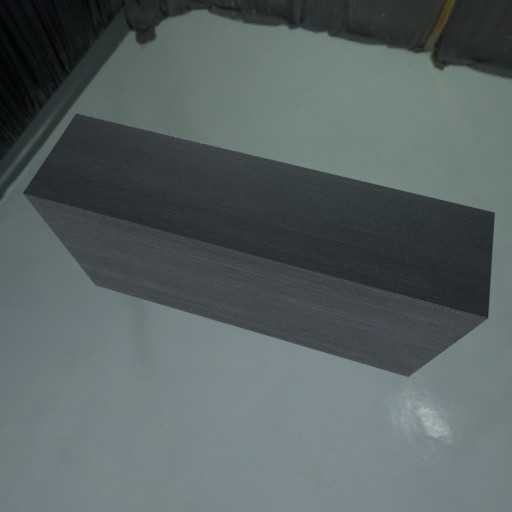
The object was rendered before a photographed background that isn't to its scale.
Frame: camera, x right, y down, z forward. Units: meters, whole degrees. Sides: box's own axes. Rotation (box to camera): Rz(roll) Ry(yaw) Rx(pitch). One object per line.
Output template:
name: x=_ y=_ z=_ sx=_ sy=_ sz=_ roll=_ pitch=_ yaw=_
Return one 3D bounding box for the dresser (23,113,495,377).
dresser: x=0.000 y=0.000 z=1.889 sx=1.590 sy=0.795 sz=0.400 roll=15 pitch=63 yaw=8
